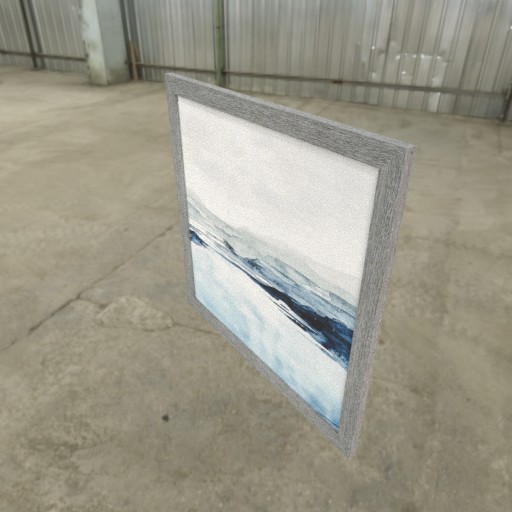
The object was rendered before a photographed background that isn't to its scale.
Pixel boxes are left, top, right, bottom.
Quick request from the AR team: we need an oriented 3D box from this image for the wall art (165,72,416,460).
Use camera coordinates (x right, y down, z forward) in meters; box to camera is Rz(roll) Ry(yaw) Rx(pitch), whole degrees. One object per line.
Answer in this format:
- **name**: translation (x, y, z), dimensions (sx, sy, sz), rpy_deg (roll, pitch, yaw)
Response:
- **wall art**: translation (0.000, 0.000, 1.004), dimensions (0.020, 0.685, 0.685), rpy_deg (-22, 38, -31)
